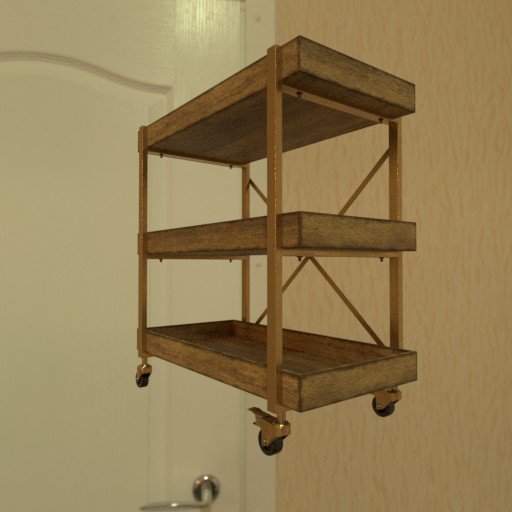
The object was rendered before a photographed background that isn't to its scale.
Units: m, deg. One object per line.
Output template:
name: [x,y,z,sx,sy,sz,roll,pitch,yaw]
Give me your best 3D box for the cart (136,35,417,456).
cart: [0.000,0.000,1.217,0.416,0.799,0.750,1,-1,-37]
